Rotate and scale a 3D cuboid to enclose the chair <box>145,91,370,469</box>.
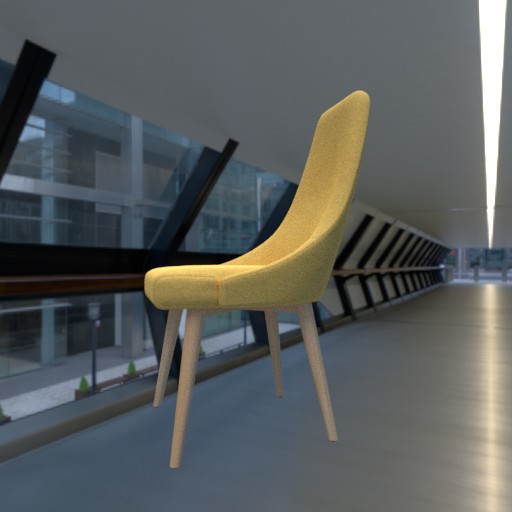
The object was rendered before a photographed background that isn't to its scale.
[{"bbox_3d":[0.000,0.000,1.393,0.660,1.040,0.510,0,0,-18],"label":"chair"}]
